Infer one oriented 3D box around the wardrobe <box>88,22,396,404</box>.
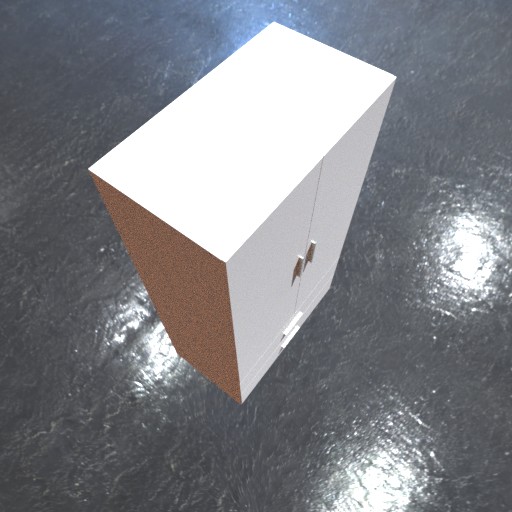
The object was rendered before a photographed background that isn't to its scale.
[{"bbox_3d":[0.000,0.000,2.285,0.577,1.808,0.991,33,65,18],"label":"wardrobe"}]
